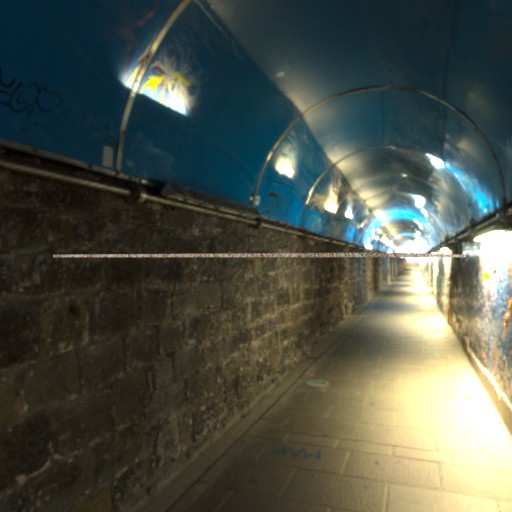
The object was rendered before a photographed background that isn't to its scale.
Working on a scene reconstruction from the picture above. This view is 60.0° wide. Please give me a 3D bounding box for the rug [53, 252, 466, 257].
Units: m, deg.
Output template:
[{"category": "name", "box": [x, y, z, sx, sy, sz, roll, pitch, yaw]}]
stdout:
[{"category": "rug", "box": [0.000, 0.000, 2.240, 1.761, 0.014, 1.143, 0, 0, 35]}]
